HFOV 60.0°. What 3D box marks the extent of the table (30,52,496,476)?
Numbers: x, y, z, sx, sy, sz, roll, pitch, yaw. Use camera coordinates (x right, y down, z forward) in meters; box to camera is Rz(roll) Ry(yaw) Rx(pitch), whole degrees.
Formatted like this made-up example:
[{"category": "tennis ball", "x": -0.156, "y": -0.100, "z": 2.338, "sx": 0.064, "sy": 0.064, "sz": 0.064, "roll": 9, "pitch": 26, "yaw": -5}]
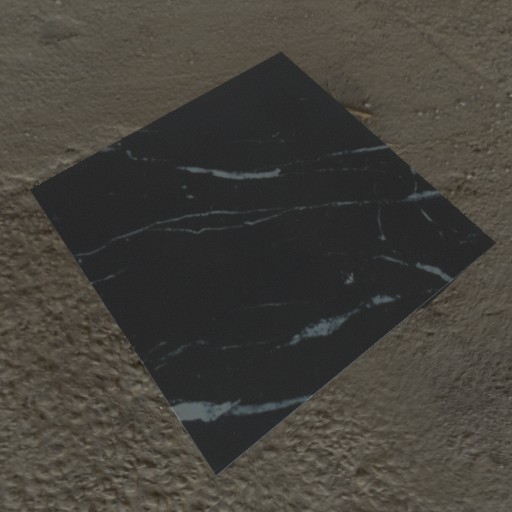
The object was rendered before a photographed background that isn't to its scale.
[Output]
[{"category": "table", "x": 0.000, "y": 0.000, "z": 1.266, "sx": 0.800, "sy": 0.450, "sz": 0.800, "roll": -35, "pitch": 69, "yaw": -15}]
